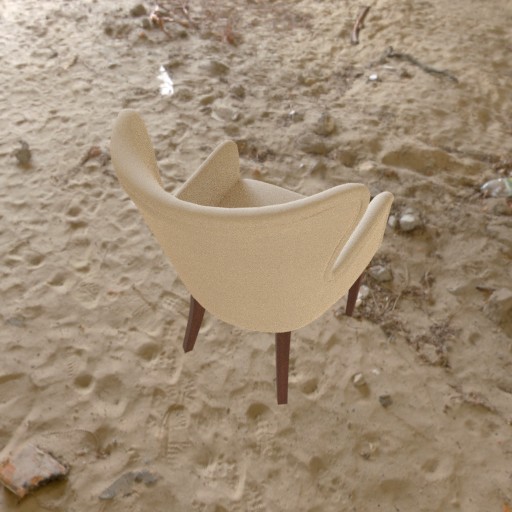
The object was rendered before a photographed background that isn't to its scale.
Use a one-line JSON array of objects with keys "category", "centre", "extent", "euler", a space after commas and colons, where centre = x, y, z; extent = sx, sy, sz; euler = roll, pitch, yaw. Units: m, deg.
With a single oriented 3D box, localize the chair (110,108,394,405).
[{"category": "chair", "centre": [0.000, 0.000, 1.473], "extent": [0.696, 0.990, 0.744], "euler": [23, 50, 21]}]
